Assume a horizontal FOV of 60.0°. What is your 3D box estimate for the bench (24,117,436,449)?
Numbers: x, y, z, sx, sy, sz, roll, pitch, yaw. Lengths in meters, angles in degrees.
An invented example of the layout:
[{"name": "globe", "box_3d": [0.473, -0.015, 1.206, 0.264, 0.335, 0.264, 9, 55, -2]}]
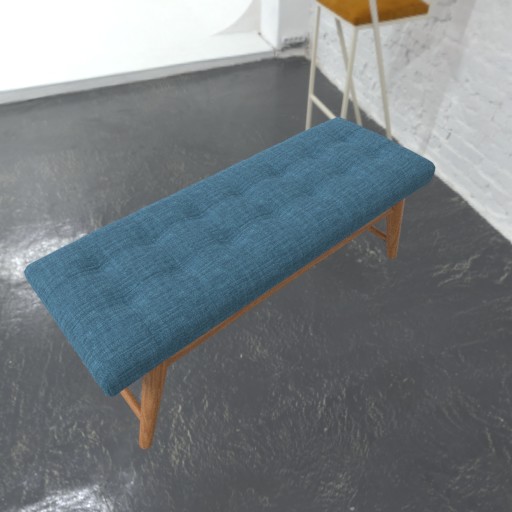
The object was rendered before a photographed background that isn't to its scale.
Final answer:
[{"name": "bench", "box_3d": [0.000, 0.000, 1.317, 1.118, 0.432, 0.406, -32, 53, -28]}]
